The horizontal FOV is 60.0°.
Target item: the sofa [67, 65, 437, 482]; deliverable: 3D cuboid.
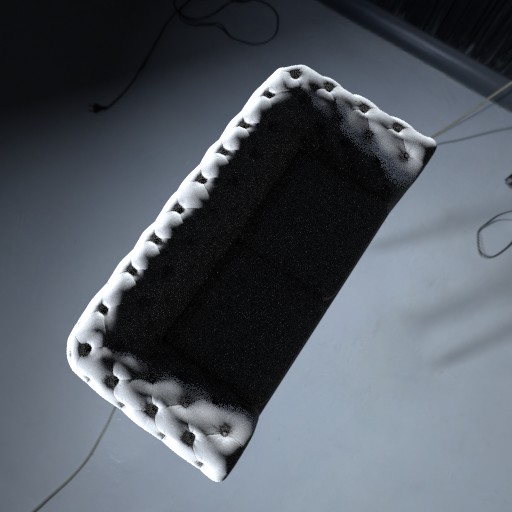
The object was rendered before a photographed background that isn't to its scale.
[{"bbox_3d":[0.000,0.000,2.441,0.986,0.764,1.998,33,78,8],"label":"sofa"}]
